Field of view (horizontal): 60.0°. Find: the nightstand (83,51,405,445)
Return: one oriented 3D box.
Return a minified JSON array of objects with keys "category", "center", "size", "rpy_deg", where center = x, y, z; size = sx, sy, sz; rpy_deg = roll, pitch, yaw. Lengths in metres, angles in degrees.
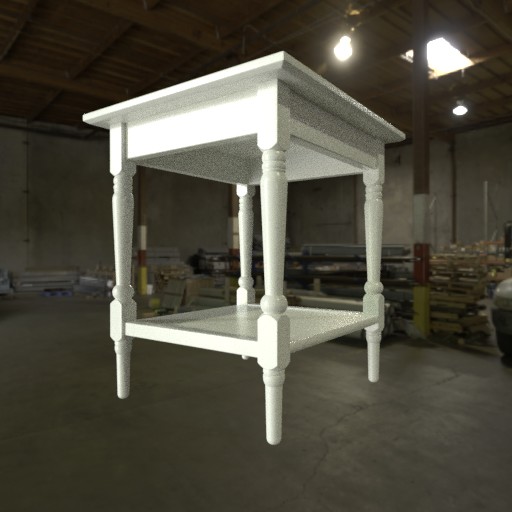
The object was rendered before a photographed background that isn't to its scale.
[{"category":"nightstand","center":[0.000,0.000,0.924],"size":[0.459,0.555,0.505],"rpy_deg":[0,0,36]}]
